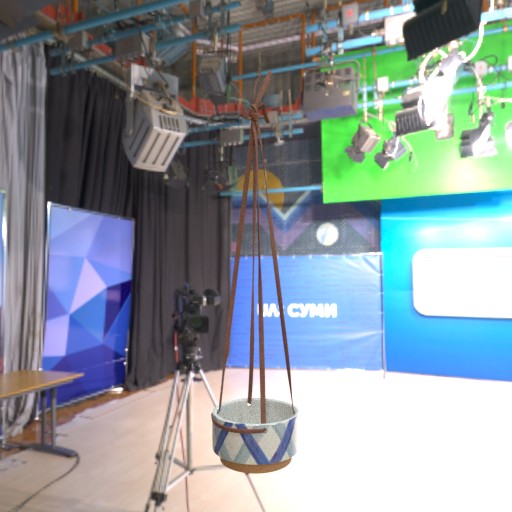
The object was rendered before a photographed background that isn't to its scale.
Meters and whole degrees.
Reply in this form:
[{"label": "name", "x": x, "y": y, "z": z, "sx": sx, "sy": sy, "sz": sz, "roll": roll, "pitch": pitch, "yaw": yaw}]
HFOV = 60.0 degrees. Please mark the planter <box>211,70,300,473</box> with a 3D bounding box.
[{"label": "planter", "x": 0.000, "y": 0.000, "z": 0.837, "sx": 0.166, "sy": 0.751, "sz": 0.166, "roll": 1, "pitch": -2, "yaw": -16}]
